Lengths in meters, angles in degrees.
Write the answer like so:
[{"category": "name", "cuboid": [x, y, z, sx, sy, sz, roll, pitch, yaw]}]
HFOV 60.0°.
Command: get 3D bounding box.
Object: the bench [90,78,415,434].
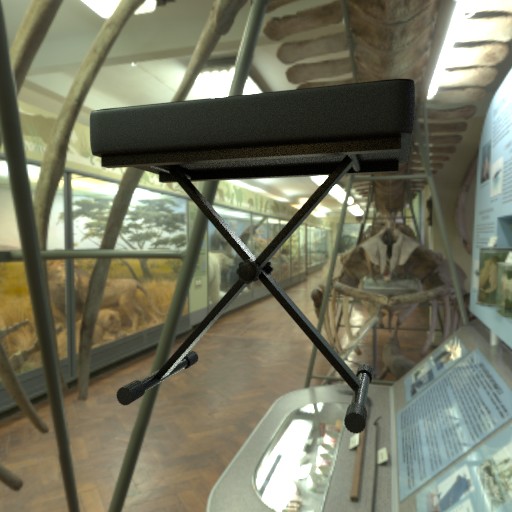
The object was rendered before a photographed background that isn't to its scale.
[{"category": "bench", "cuboid": [0.000, 0.000, 0.912, 0.600, 0.561, 0.300, 0, 2, 17]}]
